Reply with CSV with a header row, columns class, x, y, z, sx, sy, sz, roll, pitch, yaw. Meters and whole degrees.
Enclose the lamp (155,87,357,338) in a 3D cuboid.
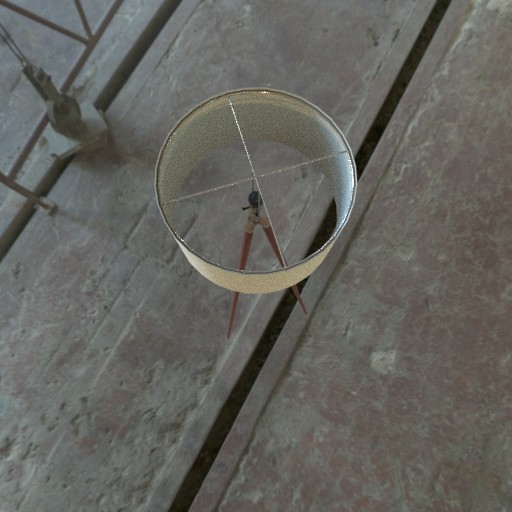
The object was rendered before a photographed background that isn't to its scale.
class,x,y,z,sx,sy,sz,roll,pitch,yaw
lamp,0.000,0.000,1.808,0.483,1.553,0.483,-17,76,-4
